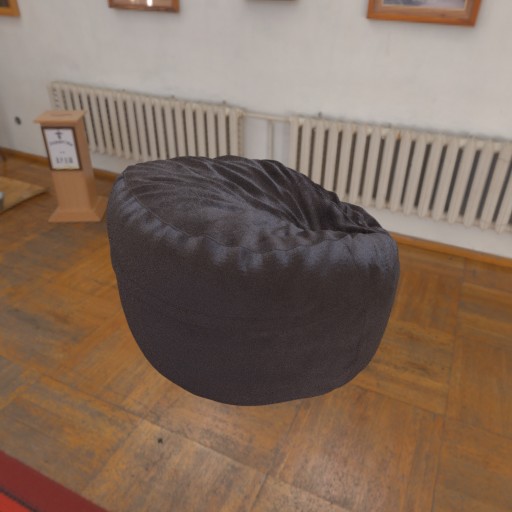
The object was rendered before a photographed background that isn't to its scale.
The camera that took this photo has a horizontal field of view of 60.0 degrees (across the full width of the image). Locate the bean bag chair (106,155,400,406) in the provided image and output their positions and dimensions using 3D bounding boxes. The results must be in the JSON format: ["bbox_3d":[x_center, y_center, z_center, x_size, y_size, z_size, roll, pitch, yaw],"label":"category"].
[{"bbox_3d":[0.000,0.000,2.025,1.245,0.821,1.245,0,31,0],"label":"bean bag chair"}]
